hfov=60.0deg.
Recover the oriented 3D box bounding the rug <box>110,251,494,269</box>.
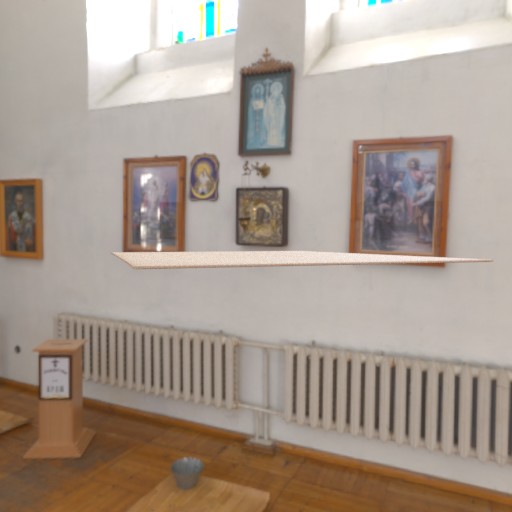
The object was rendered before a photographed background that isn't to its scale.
[{"bbox_3d":[0.000,0.000,4.106,2.462,0.018,3.039,-1,2,-20],"label":"rug"}]
